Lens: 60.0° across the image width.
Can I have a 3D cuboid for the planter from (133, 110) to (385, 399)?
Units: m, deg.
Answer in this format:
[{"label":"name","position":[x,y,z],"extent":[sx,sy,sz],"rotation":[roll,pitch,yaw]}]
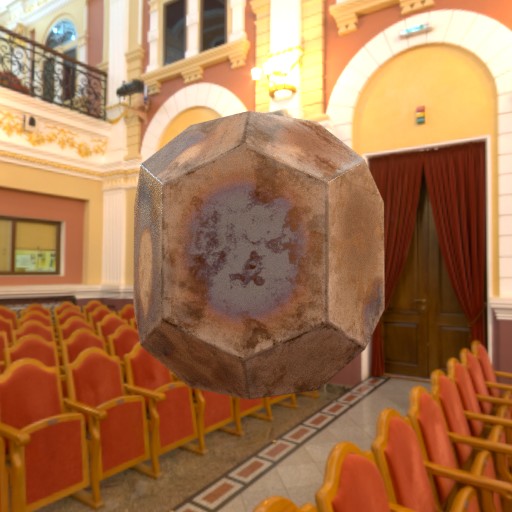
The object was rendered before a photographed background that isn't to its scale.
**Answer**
[{"label":"planter","position":[0.000,0.000,0.430],"extent":[0.221,0.238,0.243],"rotation":[-1,-2,35]}]
